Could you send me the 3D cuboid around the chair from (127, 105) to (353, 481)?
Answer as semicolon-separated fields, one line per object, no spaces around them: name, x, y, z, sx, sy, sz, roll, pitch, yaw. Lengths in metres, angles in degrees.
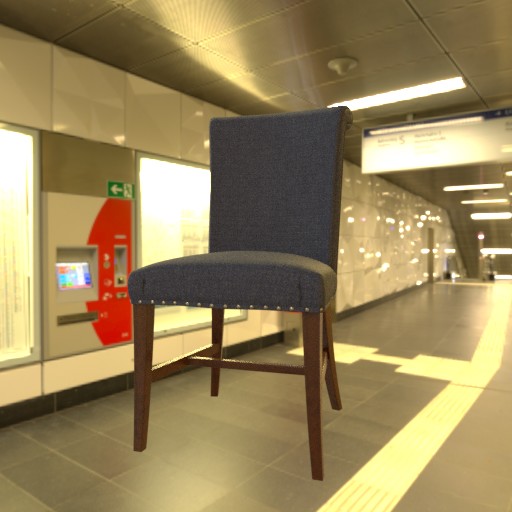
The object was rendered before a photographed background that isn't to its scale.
chair;0.000;0.000;1.316;0.513;0.988;0.608;0;1;18
